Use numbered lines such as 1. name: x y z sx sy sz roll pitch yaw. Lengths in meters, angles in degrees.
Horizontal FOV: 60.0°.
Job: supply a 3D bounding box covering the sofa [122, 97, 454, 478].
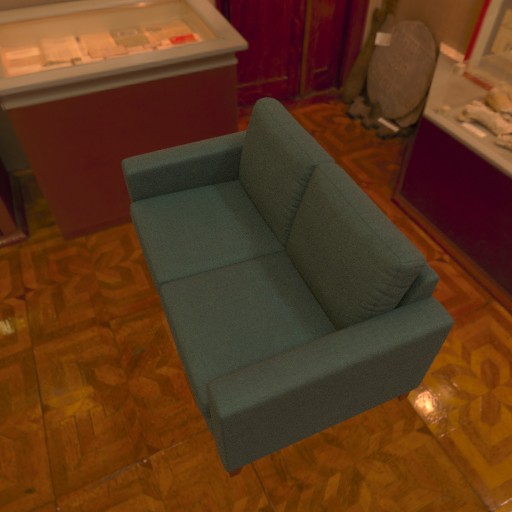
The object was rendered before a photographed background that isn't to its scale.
1. sofa: 0.000 0.000 2.069 0.955 0.903 1.489 -17 49 -16
